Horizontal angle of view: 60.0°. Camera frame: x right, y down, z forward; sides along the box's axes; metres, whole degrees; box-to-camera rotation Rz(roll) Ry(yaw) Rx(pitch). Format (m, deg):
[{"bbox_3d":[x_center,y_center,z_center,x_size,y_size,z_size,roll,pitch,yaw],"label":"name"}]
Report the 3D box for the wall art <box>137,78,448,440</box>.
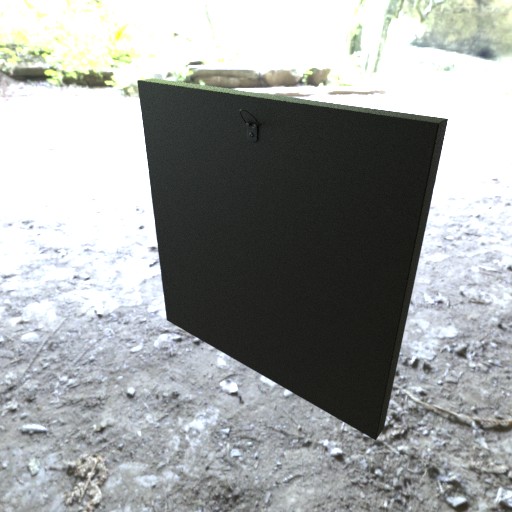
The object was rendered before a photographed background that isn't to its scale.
[{"bbox_3d":[0.000,0.000,0.508,0.349,0.349,0.038,21,36,33],"label":"wall art"}]
